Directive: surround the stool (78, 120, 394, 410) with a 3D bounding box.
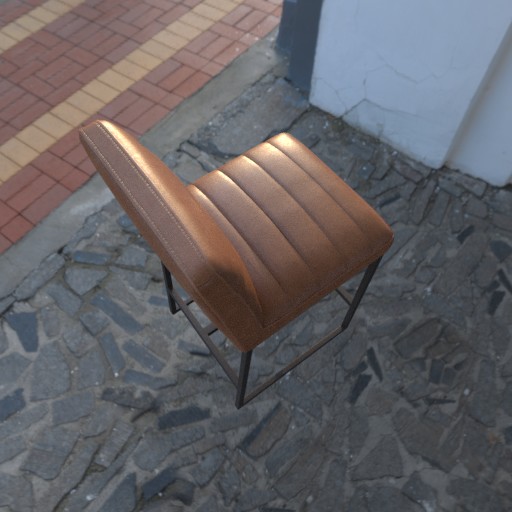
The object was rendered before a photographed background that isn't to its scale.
[{"bbox_3d":[0.000,0.000,1.224,0.556,0.940,0.458,-32,65,-18],"label":"stool"}]
